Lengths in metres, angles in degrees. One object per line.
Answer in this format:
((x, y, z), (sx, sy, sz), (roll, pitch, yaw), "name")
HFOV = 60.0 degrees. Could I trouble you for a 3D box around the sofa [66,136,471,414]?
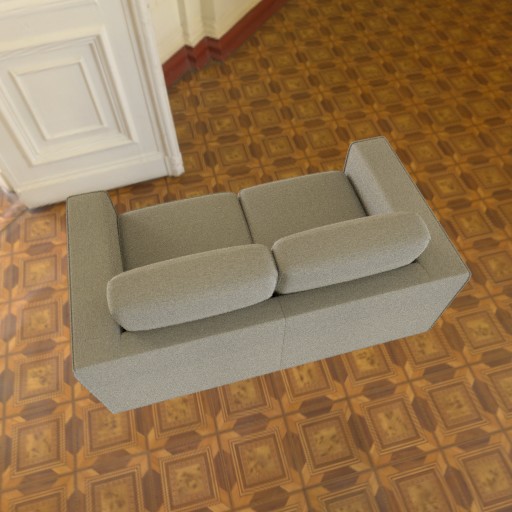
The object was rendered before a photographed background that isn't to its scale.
((0.000, 0.000, 2.366), (1.812, 0.924, 1.007), (-13, 57, -8), "sofa")
